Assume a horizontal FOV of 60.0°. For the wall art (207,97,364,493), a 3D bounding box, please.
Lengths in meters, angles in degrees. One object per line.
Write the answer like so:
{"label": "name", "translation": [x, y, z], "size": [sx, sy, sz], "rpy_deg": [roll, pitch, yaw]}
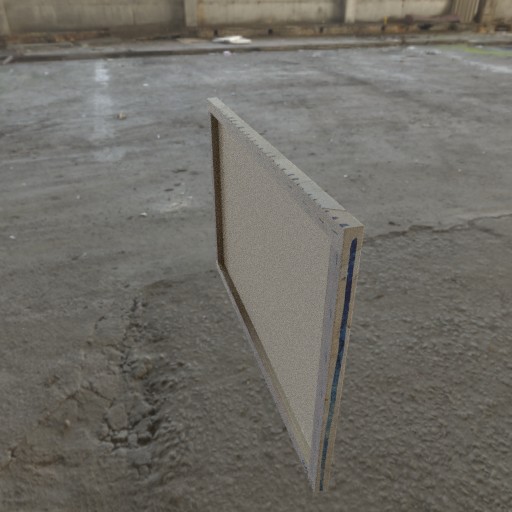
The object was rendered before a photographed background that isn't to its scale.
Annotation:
{"label": "wall art", "translation": [0.000, 0.000, 1.414], "size": [0.038, 0.757, 1.143], "rpy_deg": [-9, 32, -15]}
